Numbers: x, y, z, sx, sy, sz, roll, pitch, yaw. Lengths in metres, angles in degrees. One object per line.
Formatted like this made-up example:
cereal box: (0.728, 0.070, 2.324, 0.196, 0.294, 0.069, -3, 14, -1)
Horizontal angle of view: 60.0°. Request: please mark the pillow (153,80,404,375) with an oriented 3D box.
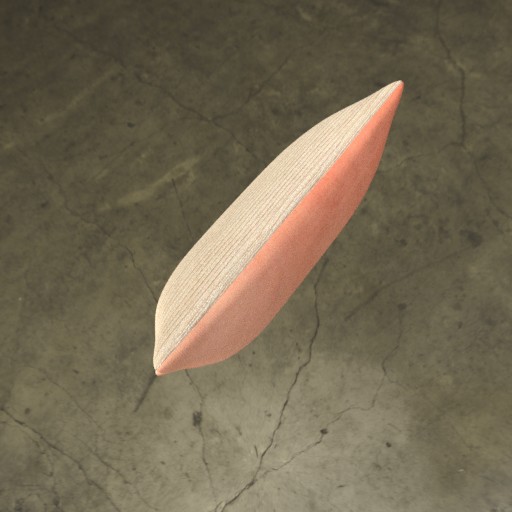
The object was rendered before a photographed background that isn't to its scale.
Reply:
pillow: (0.000, 0.000, 0.642, 0.177, 0.401, 0.424, 35, 69, 15)
